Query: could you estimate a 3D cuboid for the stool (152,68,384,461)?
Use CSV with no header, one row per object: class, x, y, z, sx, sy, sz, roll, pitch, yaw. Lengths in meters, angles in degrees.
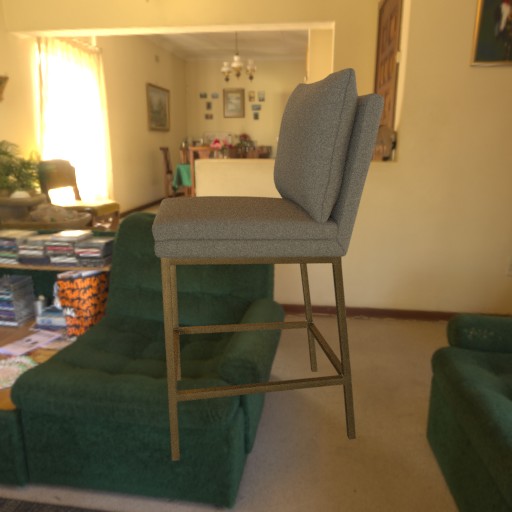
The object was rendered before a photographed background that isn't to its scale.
stool,0.000,0.000,1.340,0.569,1.030,0.463,-2,15,-8
